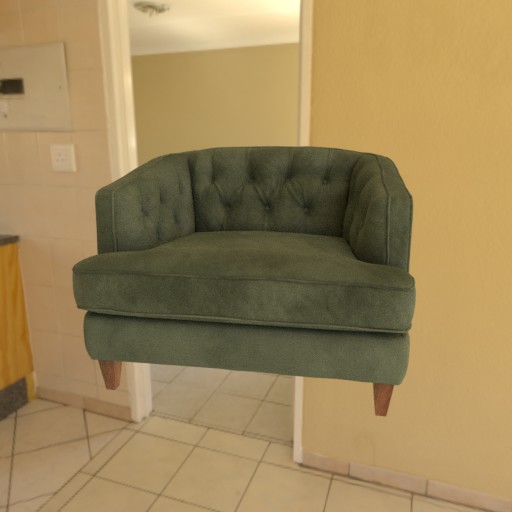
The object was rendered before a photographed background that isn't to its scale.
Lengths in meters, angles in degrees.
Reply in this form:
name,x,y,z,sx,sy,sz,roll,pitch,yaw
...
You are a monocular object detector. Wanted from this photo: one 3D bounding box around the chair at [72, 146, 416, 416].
name,x,y,z,sx,sy,sz,roll,pitch,yaw
chair,0.000,0.000,1.772,1.104,0.852,0.941,2,14,10
